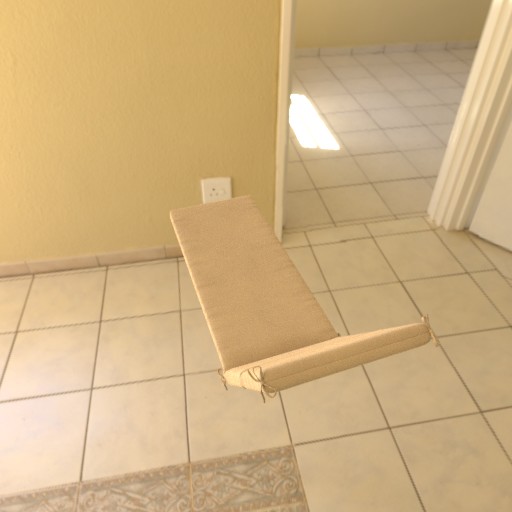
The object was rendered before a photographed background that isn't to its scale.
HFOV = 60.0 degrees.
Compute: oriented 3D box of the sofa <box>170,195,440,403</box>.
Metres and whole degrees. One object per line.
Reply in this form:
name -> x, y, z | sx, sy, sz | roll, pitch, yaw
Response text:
sofa -> 0.000, 0.000, 1.958 | 0.582, 0.622, 1.663 | -13, 43, -15
